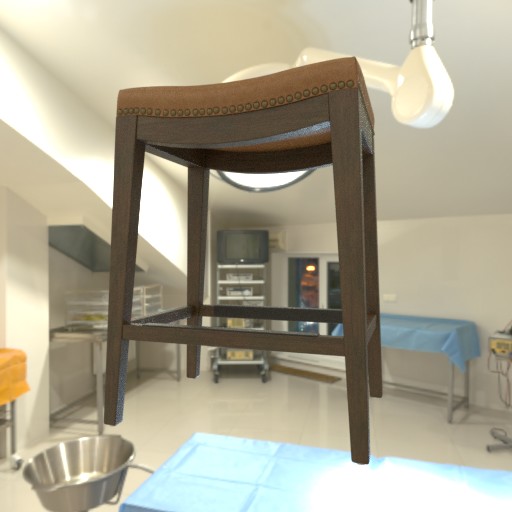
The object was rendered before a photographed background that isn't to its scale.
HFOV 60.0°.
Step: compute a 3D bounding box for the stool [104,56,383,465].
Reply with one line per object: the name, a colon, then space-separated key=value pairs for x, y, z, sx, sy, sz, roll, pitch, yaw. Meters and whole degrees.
stool: x=0.000 y=0.000 z=0.943 sx=0.500 sy=0.660 sz=0.361 roll=0 pitch=1 yaw=19
